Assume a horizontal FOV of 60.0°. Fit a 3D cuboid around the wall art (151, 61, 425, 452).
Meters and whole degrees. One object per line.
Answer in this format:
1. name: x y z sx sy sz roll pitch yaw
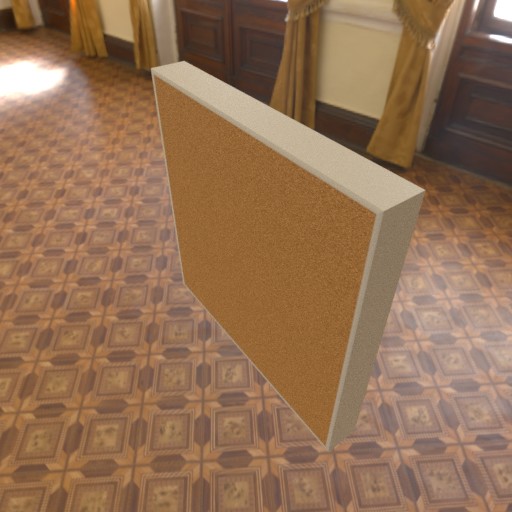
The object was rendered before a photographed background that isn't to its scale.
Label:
1. wall art: 0.000 0.000 0.460 0.038 0.304 0.305 -26 47 -26
